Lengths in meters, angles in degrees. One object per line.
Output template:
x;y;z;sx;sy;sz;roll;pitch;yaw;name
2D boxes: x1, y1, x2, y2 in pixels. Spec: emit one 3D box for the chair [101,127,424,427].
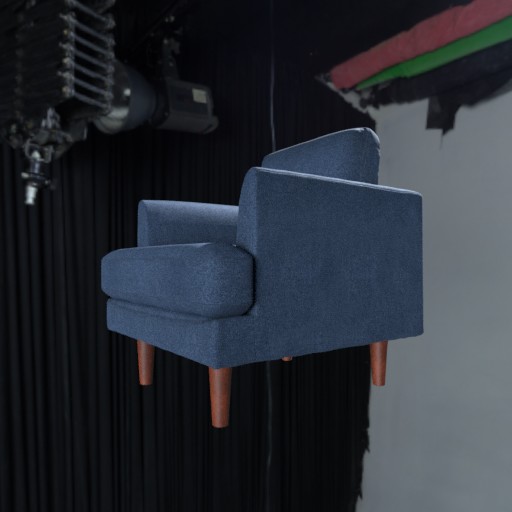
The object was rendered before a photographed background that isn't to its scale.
0.000;0.000;1.640;0.899;0.957;0.858;1;-1;-36;chair
